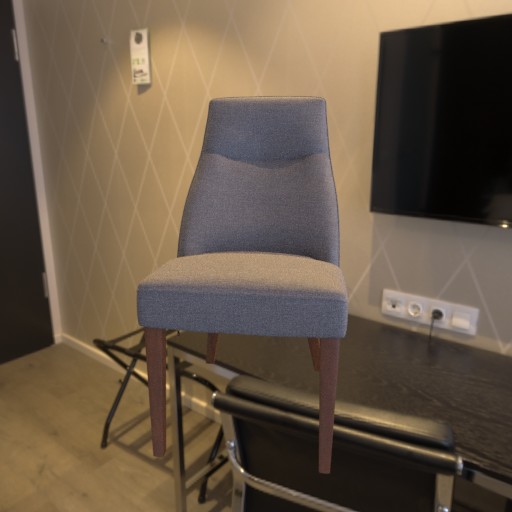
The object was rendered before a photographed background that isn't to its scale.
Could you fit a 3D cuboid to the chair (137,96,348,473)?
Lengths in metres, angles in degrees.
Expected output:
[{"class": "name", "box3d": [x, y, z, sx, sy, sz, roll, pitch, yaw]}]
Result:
[{"class": "chair", "box3d": [0.000, 0.000, 1.294, 0.500, 0.930, 0.620, 2, 15, 8]}]
